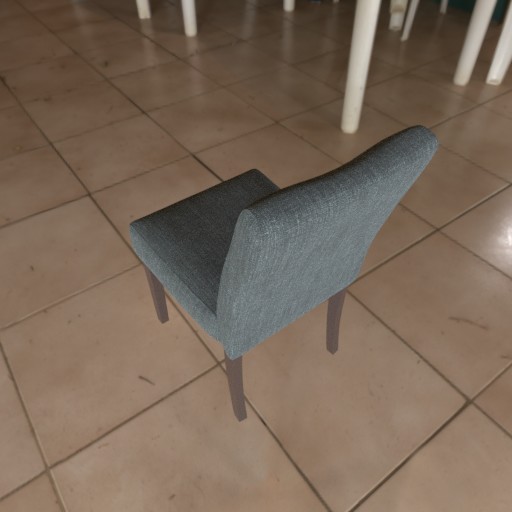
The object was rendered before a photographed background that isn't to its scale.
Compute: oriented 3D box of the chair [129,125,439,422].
[{"bbox_3d":[0.000,0.000,1.227,0.487,0.884,0.629,-29,52,-25],"label":"chair"}]
